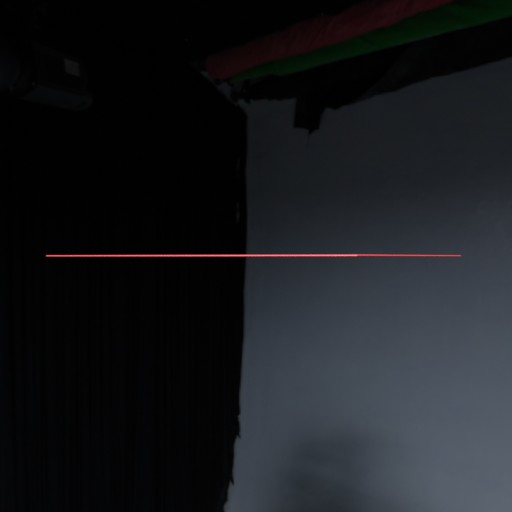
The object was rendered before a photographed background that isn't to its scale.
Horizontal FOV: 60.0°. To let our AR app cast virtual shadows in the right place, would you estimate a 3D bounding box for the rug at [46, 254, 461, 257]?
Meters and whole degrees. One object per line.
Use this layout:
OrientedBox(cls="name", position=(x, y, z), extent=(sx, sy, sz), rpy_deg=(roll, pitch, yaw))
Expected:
OrientedBox(cls="rug", position=(0.000, 0.000, 4.128), extent=(3.053, 0.013, 2.387), rpy_deg=(0, 0, 37))
